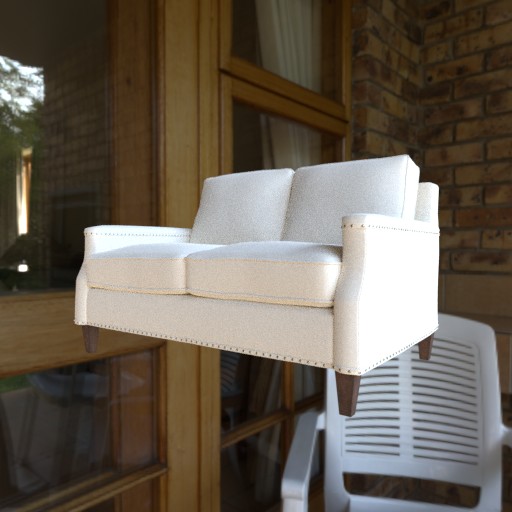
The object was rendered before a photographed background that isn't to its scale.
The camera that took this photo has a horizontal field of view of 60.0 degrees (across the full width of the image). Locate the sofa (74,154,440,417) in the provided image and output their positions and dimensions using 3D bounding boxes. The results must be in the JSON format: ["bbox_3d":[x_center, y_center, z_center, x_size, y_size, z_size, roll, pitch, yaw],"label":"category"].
[{"bbox_3d":[0.000,0.000,2.253,1.597,1.003,1.084,1,2,36],"label":"sofa"}]
